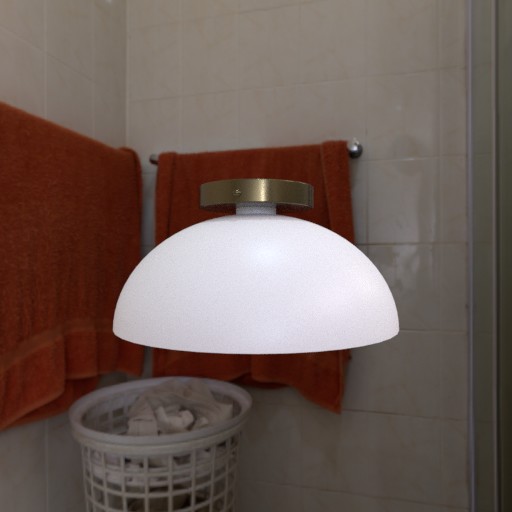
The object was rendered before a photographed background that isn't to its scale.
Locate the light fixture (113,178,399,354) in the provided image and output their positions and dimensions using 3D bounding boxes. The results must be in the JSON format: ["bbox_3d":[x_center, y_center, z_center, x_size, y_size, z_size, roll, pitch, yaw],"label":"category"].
[{"bbox_3d":[0.000,0.000,0.577,0.355,0.177,0.355,0,0,0],"label":"light fixture"}]
